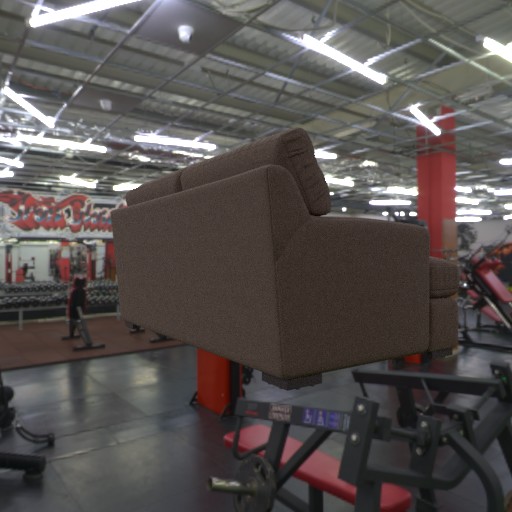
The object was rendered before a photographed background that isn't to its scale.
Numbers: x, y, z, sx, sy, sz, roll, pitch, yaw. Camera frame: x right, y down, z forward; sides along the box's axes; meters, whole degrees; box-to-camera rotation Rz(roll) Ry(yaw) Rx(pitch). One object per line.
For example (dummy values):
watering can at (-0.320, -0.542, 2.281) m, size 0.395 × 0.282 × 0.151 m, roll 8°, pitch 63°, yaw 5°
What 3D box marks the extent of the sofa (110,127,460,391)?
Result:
sofa at (0.000, 0.000, 2.527) m, size 1.140 × 0.950 × 1.869 m, roll 0°, pitch 0°, yaw -34°
